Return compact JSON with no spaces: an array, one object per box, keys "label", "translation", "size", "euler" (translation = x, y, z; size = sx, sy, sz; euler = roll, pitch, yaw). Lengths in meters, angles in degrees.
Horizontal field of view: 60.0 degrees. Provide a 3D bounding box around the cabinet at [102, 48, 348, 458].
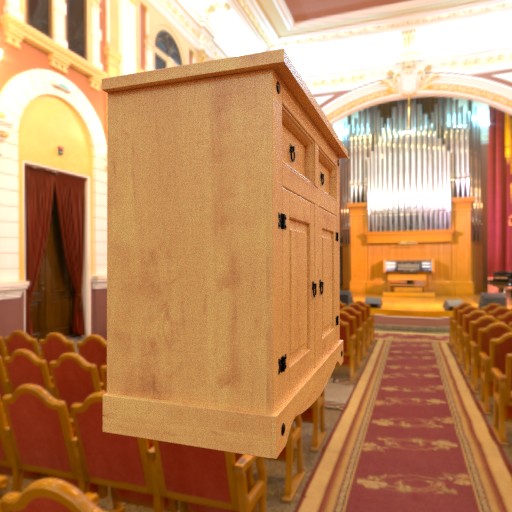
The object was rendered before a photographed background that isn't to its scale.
[{"label":"cabinet","translation":[0.000,0.000,1.408],"size":[0.450,0.840,0.920],"euler":[0,0,20]}]
